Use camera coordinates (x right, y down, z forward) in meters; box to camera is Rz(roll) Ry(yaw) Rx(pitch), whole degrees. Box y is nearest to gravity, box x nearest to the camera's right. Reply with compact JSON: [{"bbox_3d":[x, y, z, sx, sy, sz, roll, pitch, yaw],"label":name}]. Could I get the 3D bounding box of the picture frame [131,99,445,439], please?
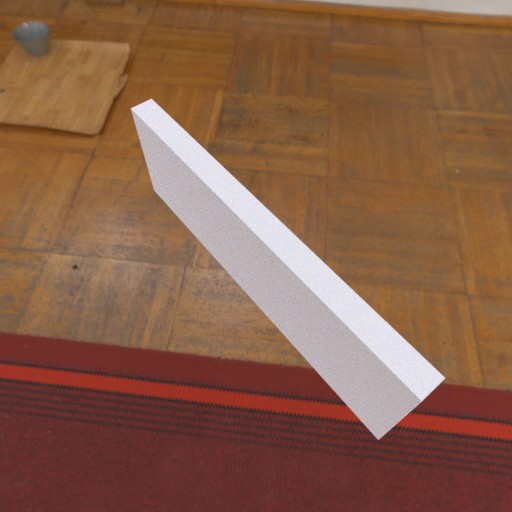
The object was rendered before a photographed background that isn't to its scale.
[{"bbox_3d":[0.000,0.000,0.860,0.050,0.250,0.759,-34,63,-20],"label":"picture frame"}]
